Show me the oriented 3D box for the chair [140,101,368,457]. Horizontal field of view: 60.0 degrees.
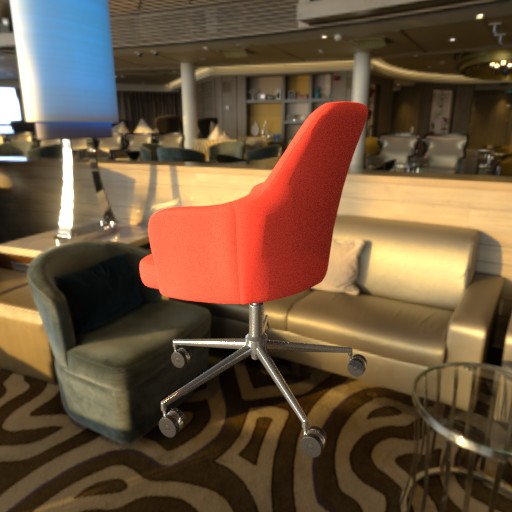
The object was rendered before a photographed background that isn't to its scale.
[{"bbox_3d":[0.000,0.000,1.266,0.600,0.820,0.655,8,18,24],"label":"chair"}]
